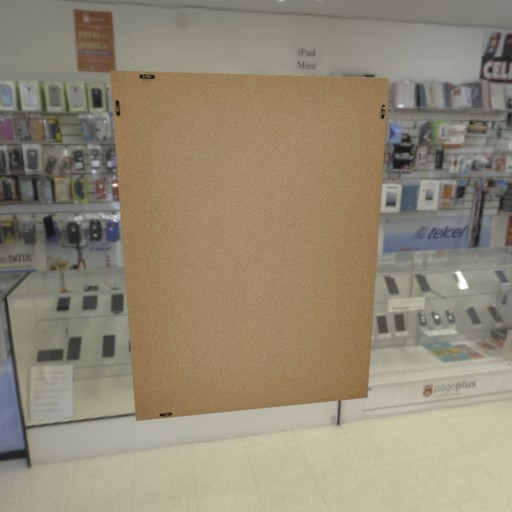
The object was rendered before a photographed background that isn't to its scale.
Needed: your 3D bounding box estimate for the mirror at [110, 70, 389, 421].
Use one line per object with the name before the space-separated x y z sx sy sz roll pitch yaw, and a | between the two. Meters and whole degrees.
mirror | 0.000 0.000 1.332 0.762 1.016 0.041 -2 14 -10
